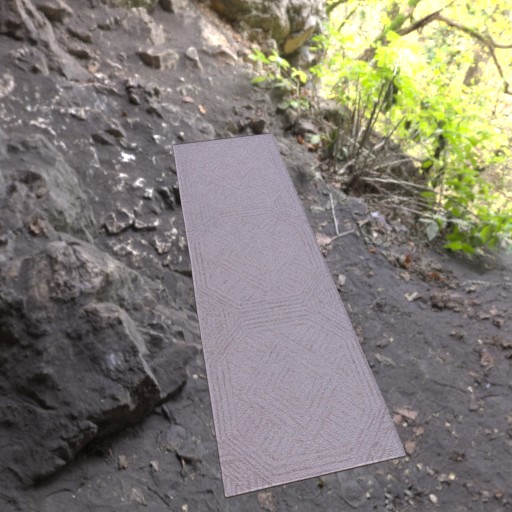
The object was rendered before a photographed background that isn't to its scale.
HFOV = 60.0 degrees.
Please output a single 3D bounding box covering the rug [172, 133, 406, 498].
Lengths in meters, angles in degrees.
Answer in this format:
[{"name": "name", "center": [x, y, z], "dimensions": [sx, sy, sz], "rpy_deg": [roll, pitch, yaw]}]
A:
[{"name": "rug", "center": [0.000, 0.000, 2.596], "dimensions": [0.775, 0.012, 2.452], "rpy_deg": [-9, 49, -8]}]
